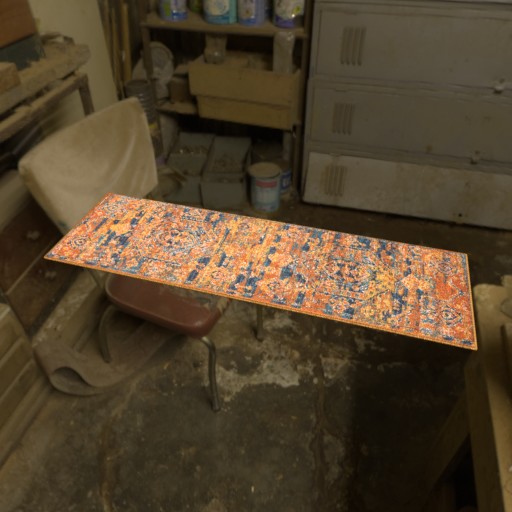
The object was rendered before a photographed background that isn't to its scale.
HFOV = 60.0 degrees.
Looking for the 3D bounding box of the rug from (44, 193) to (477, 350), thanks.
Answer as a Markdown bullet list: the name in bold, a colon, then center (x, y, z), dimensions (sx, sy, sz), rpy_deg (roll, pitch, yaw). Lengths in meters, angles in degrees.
- **rug**: center (0.000, 0.000, 1.987), dimensions (1.820, 0.013, 0.556), rpy_deg (11, 42, 12)
